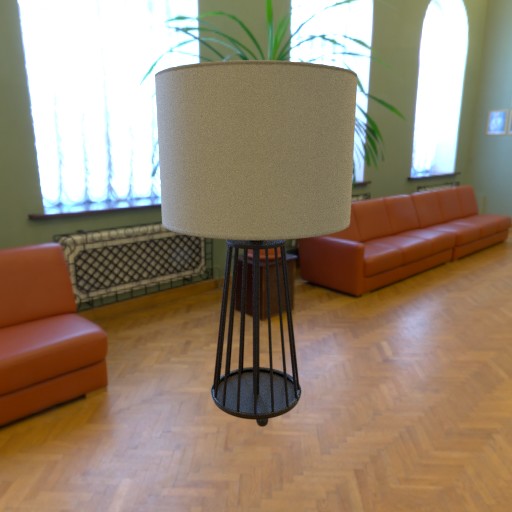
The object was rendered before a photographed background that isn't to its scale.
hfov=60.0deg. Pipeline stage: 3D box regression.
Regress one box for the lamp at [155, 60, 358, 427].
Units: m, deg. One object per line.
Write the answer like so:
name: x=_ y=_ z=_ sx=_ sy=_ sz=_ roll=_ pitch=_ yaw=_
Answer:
lamp: x=0.000 y=0.000 z=0.790 sx=0.322 sy=0.593 sz=0.322 roll=-13 pitch=19 yaw=-42
